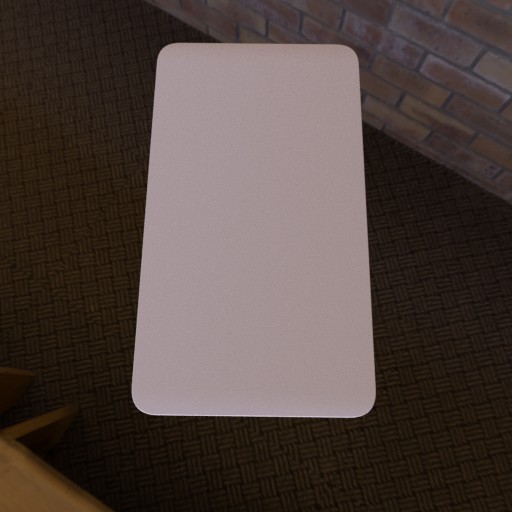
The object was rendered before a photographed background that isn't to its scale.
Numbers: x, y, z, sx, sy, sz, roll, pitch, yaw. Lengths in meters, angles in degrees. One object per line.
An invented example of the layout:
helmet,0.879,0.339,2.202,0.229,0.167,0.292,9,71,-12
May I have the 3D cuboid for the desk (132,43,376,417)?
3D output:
desk,0.000,0.000,1.265,0.446,0.760,0.790,1,76,0
